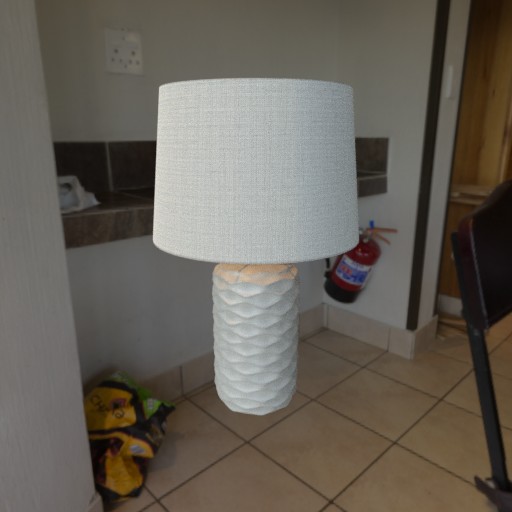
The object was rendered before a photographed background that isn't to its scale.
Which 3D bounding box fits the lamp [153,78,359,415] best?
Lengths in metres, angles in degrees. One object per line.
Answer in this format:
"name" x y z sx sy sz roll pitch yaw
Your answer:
"lamp" 0.000 0.000 0.838 0.376 0.594 0.376 0 16 0
